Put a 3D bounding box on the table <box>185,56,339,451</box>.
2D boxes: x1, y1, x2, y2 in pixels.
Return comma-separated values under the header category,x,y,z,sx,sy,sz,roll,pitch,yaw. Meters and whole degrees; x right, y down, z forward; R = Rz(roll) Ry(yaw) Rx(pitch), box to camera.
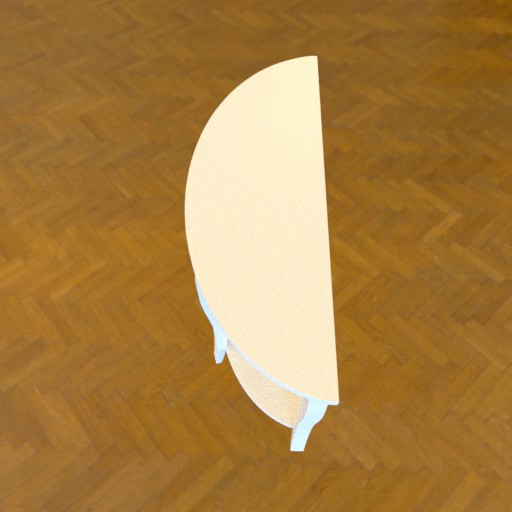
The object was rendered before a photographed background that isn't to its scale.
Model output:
category,x,y,z,sx,sy,sz,roll,pitch,yaw
table,0.000,0.000,1.589,0.394,0.780,1.219,2,57,1
